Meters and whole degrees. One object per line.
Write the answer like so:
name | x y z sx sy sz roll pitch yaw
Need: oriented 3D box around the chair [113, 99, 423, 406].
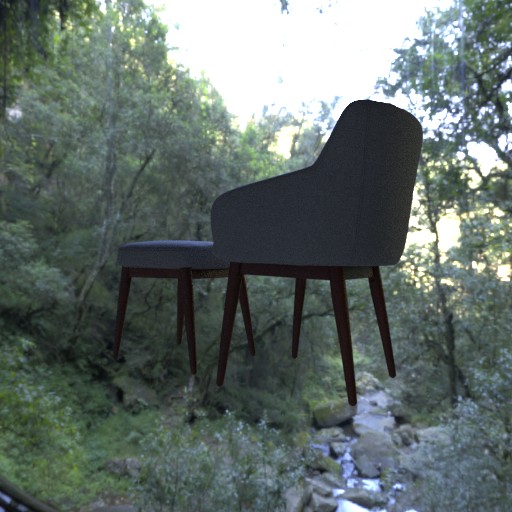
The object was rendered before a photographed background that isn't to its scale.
chair | 0.000 0.000 1.559 1.107 0.799 0.584 0 0 35
